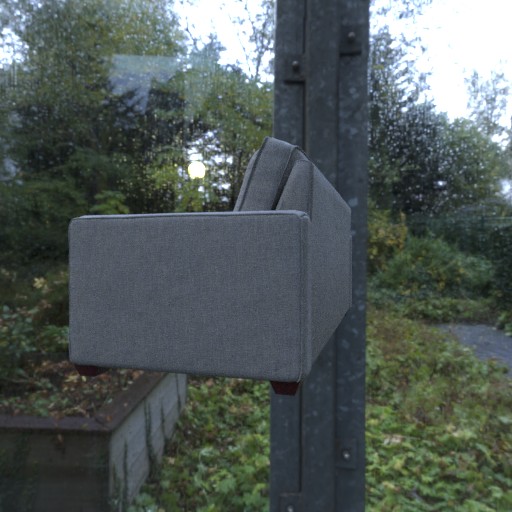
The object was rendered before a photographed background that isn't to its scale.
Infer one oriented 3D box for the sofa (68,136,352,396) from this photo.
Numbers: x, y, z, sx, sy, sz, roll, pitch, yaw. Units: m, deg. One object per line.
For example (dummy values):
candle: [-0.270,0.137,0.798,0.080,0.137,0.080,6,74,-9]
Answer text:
sofa: [0.000,0.000,2.555,0.945,0.918,2.078,0,1,16]
